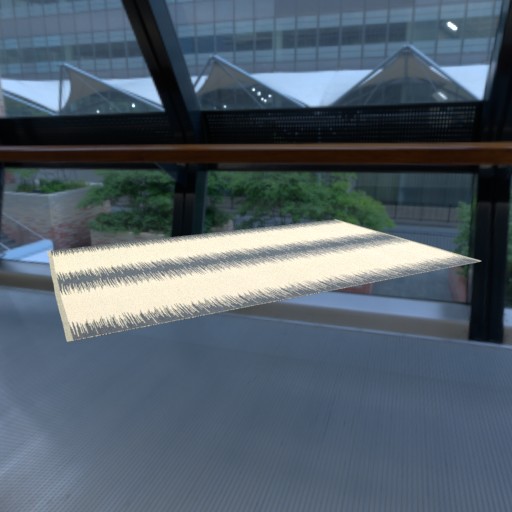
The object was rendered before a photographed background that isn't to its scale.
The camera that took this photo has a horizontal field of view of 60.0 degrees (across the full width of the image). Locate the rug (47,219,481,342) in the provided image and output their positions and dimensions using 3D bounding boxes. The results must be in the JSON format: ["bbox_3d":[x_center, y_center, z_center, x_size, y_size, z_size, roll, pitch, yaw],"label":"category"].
[{"bbox_3d":[0.000,0.000,2.924,2.453,0.003,1.519,-8,18,-26],"label":"rug"}]
